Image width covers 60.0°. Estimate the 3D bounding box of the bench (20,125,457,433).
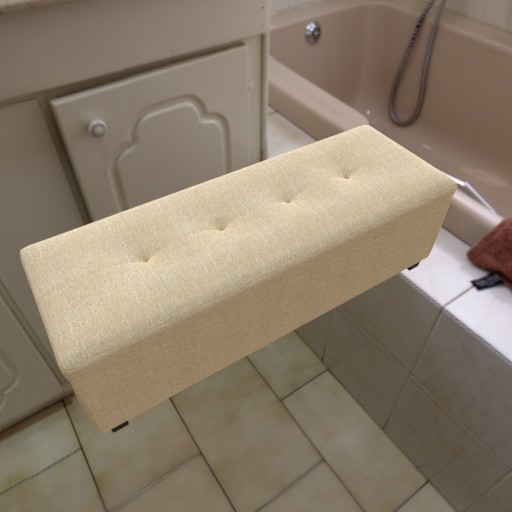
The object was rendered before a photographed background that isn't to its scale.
[{"bbox_3d":[0.000,0.000,1.387,1.219,0.406,0.432,-24,51,-22],"label":"bench"}]
